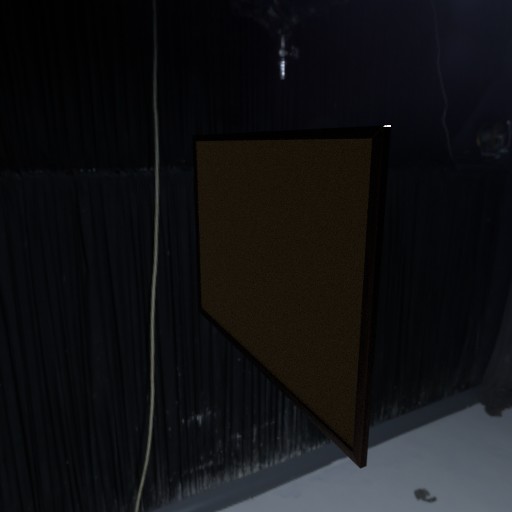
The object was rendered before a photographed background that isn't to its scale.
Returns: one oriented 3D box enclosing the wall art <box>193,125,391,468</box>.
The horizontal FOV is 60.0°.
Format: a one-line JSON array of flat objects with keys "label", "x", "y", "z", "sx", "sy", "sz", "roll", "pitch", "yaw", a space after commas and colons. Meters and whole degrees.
[{"label": "wall art", "x": 0.000, "y": 0.000, "z": 1.039, "sx": 0.014, "sy": 0.559, "sz": 0.816, "roll": -7, "pitch": 16, "yaw": -26}]
